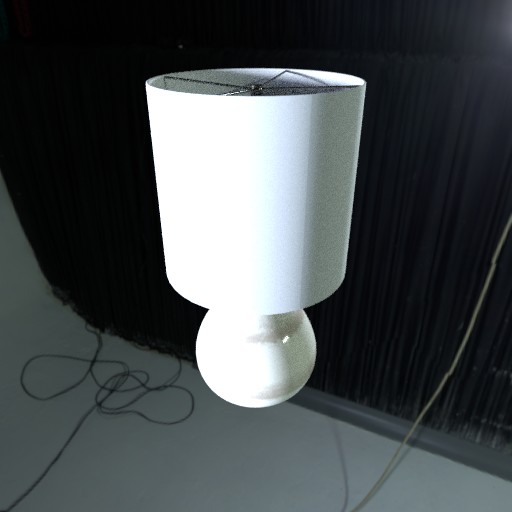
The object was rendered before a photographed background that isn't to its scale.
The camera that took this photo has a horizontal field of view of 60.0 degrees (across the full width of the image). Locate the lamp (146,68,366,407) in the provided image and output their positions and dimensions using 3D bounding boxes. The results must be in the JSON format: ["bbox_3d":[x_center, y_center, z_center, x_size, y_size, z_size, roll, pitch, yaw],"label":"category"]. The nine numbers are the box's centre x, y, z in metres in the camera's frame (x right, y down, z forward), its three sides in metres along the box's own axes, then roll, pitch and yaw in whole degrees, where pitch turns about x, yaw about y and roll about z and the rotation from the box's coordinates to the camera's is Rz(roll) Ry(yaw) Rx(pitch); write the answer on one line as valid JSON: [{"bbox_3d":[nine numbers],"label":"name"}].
[{"bbox_3d":[0.000,0.000,0.542,0.217,0.404,0.217,10,30,18],"label":"lamp"}]
